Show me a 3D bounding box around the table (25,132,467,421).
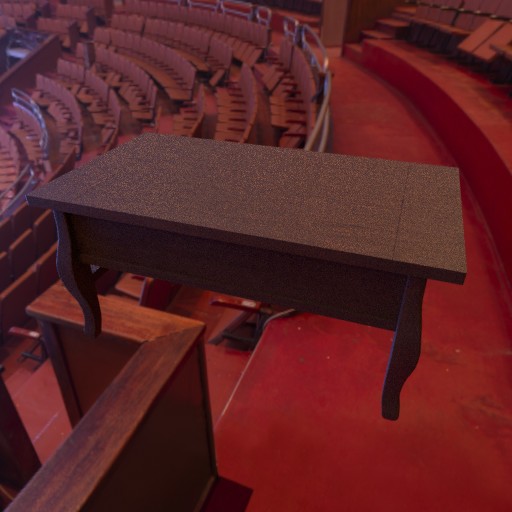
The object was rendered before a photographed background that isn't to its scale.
[{"bbox_3d":[0.000,0.000,1.360,1.062,0.494,0.600,11,34,17],"label":"table"}]
